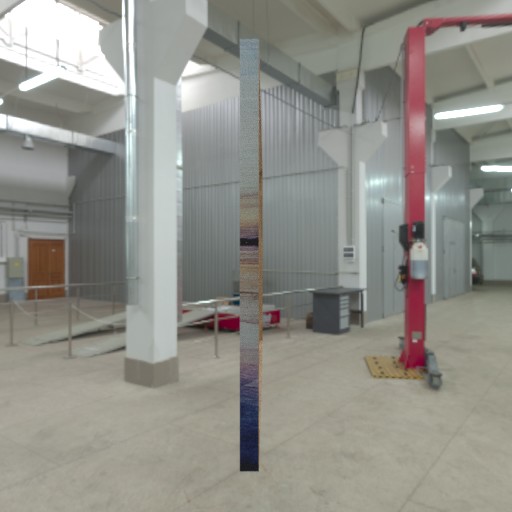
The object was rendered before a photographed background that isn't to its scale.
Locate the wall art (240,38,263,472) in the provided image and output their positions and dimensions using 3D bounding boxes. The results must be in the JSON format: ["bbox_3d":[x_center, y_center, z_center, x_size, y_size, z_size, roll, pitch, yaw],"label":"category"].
[{"bbox_3d":[0.000,0.000,0.712,0.018,0.402,0.604,0,0,1],"label":"wall art"}]
